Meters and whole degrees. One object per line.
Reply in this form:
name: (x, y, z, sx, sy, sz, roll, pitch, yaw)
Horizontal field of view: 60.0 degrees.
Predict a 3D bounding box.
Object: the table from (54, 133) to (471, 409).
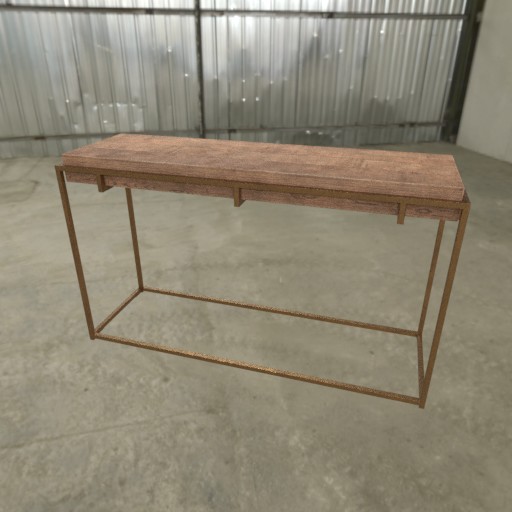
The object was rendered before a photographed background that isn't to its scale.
table: (0.000, 0.000, 1.785, 1.400, 0.820, 0.440, 8, 28, 15)
